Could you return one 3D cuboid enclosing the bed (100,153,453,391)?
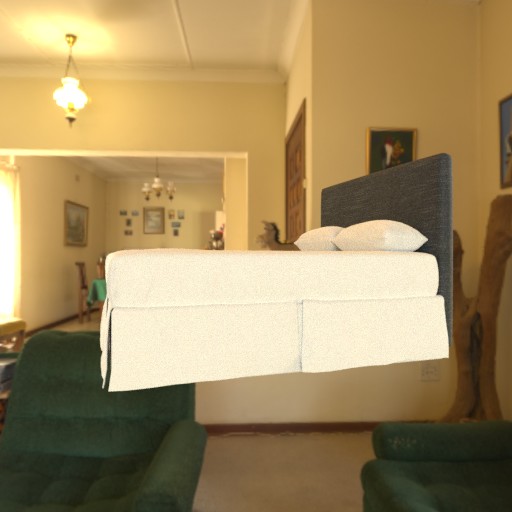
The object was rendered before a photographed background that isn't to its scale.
[{"bbox_3d":[0.000,0.000,3.222,2.142,1.330,1.723,0,0,-19],"label":"bed"}]
